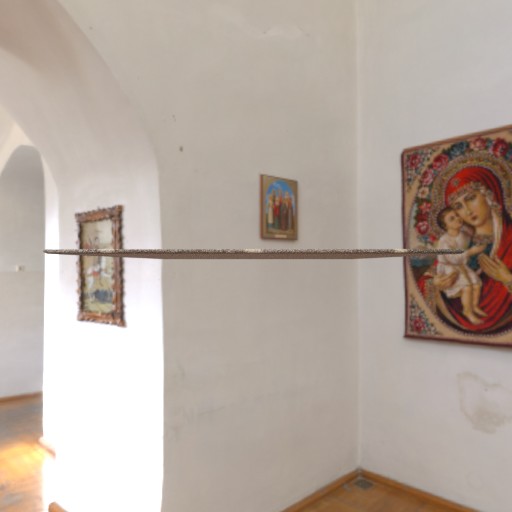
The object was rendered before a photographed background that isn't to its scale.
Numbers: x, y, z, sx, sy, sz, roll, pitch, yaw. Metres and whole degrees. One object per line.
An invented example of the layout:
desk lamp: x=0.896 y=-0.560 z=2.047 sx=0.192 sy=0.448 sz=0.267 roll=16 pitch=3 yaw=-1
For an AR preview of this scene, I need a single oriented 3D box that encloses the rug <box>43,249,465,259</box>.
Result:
rug: x=0.000 y=0.000 z=3.985 sx=2.399 sy=0.026 sz=3.000 roll=0 pitch=-1 yaw=1
